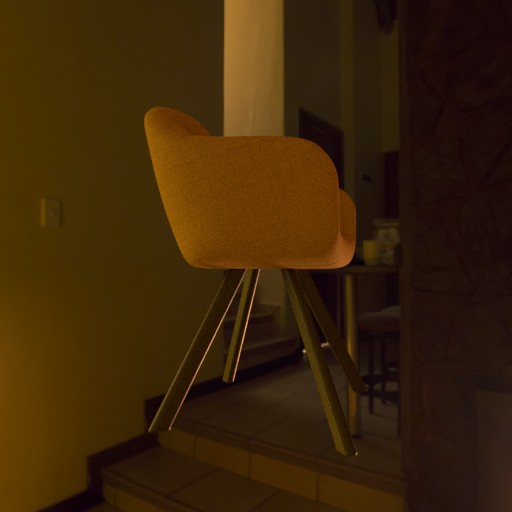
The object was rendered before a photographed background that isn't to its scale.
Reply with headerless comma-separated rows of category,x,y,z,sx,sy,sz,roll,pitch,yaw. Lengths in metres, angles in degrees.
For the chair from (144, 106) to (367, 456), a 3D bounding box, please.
chair,0.000,0.000,1.182,0.550,0.795,0.590,0,-1,16
